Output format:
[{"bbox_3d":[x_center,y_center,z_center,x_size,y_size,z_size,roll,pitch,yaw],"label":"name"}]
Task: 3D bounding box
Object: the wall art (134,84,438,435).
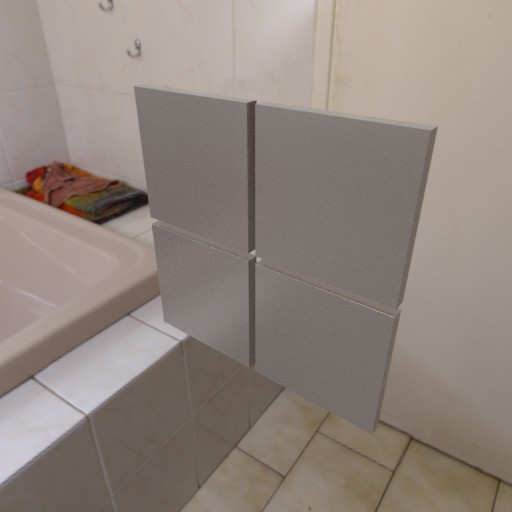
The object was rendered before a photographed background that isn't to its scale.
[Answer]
[{"bbox_3d":[0.000,0.000,0.916,0.611,0.611,0.029,20,36,32],"label":"wall art"}]
